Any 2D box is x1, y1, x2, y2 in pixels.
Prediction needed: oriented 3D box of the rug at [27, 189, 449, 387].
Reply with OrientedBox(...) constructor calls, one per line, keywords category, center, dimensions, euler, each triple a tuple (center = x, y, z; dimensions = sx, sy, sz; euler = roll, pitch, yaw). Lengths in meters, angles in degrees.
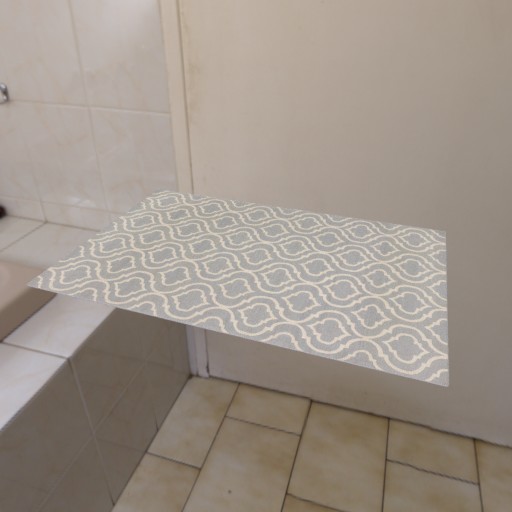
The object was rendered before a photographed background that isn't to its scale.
OrientedBox(category="rug", center=(0.000, 0.000, 2.163), dimensions=(1.749, 0.015, 1.141), euler=(10, 32, 17))
